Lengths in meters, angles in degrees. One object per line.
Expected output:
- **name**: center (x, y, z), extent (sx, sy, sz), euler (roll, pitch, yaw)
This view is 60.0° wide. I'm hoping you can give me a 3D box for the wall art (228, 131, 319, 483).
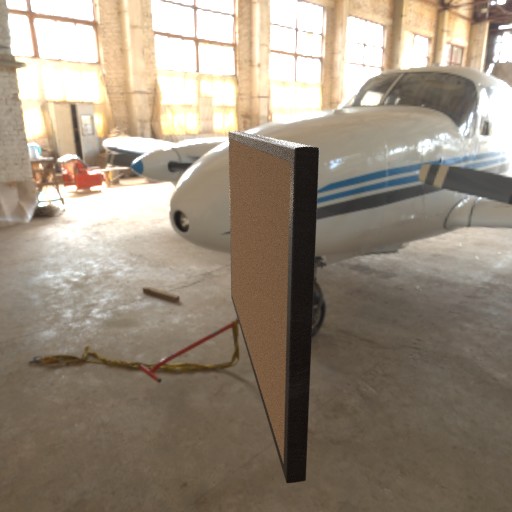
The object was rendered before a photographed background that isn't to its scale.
- **wall art**: center (0.000, 0.000, 1.167), extent (0.038, 0.612, 0.912), euler (-3, 17, -9)
